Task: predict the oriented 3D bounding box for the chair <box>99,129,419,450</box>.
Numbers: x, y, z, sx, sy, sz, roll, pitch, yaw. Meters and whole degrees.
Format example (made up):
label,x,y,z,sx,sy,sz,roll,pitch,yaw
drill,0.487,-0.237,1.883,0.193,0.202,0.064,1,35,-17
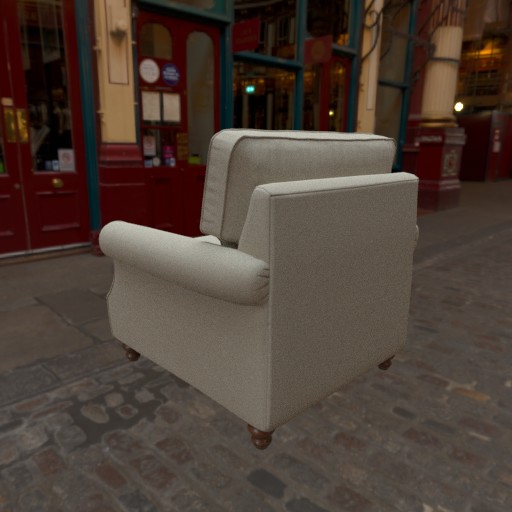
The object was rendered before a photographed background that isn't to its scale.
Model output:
label,x,y,z,sx,sy,sz,roll,pitch,yaw
chair,0.000,0.000,1.804,1.029,0.967,0.966,-13,19,-42
